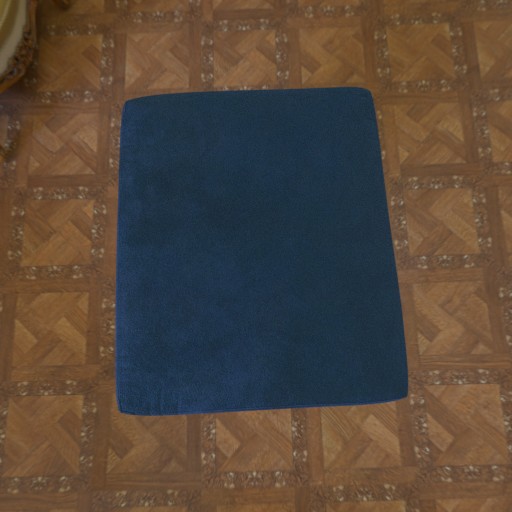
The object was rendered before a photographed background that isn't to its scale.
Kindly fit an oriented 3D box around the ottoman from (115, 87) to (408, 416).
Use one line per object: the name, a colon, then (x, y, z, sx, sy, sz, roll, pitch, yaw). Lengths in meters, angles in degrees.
ottoman: (0.000, 0.000, 1.199, 0.655, 0.485, 0.794, -3, 77, -1)
